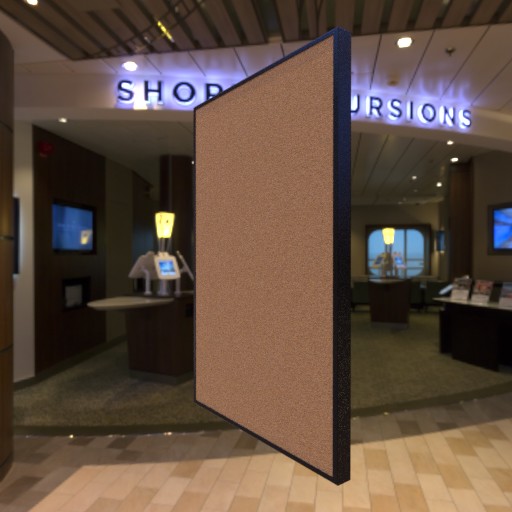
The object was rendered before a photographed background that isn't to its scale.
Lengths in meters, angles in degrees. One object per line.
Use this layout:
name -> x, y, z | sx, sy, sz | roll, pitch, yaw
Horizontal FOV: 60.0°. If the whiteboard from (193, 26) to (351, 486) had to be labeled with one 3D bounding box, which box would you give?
whiteboard -> 0.000, 0.000, 0.759 | 0.026, 0.611, 0.406 | 0, 1, -36
